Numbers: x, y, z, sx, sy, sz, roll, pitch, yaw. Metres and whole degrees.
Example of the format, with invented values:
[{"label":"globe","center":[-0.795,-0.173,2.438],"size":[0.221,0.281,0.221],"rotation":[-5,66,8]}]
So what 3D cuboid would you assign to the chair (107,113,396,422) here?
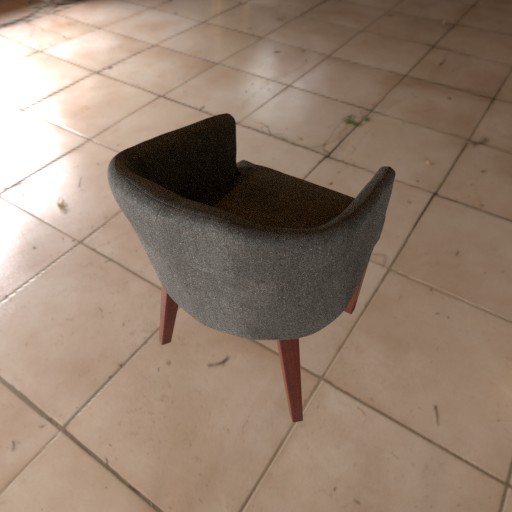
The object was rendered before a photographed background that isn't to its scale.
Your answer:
[{"label":"chair","center":[0.000,0.000,1.253],"size":[0.583,0.811,0.655],"rotation":[25,51,22]}]
